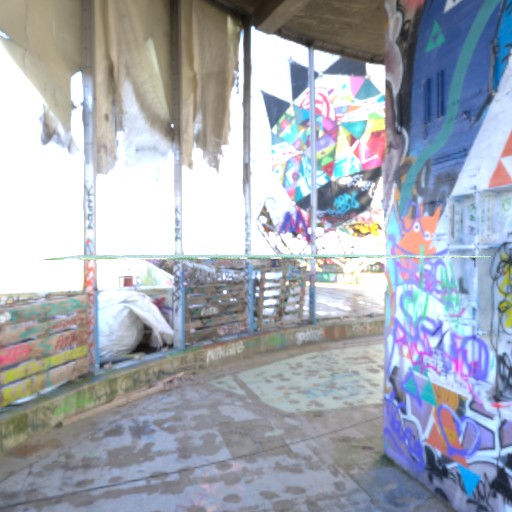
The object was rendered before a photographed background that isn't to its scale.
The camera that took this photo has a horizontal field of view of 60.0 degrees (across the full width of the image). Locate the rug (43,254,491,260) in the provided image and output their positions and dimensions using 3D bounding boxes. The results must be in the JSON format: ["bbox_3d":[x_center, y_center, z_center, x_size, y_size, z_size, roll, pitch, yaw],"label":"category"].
[{"bbox_3d":[0.000,0.000,2.291,1.826,0.006,1.220,0,1,-17],"label":"rug"}]
